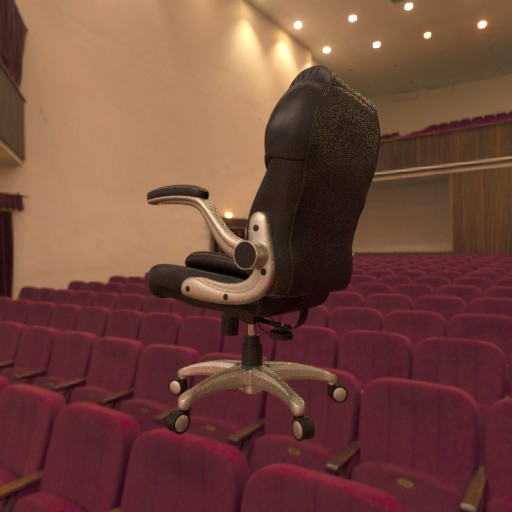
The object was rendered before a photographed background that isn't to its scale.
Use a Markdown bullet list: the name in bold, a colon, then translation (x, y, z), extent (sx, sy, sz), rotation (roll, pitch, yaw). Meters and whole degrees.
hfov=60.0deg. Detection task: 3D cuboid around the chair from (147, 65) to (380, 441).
- **chair**: translation (0.000, 0.000, 1.655), extent (0.801, 1.141, 0.724), rotation (0, 0, 35)
